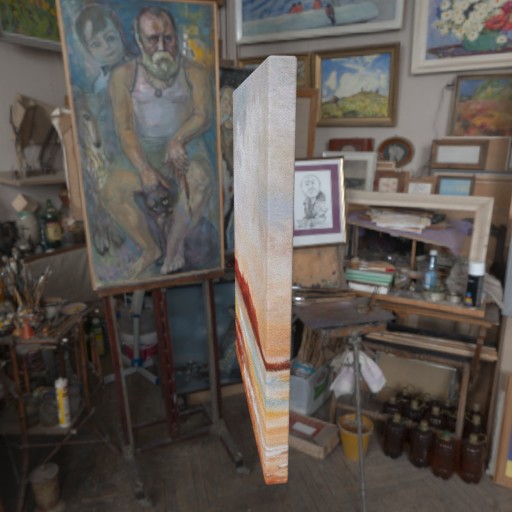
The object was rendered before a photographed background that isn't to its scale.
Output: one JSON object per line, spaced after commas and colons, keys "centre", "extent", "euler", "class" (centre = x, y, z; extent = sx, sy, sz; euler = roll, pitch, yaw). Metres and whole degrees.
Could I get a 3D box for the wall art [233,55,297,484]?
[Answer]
{"centre": [0.000, 0.000, 0.810], "extent": [0.035, 0.605, 0.443], "euler": [-2, 15, -8], "class": "wall art"}
